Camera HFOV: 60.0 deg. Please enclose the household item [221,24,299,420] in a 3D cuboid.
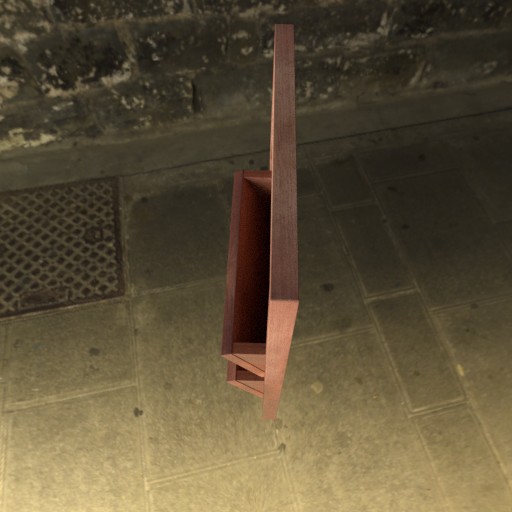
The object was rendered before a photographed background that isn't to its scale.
[{"bbox_3d":[0.000,0.000,0.546,0.067,0.407,0.310,2,59,1],"label":"household item"}]
